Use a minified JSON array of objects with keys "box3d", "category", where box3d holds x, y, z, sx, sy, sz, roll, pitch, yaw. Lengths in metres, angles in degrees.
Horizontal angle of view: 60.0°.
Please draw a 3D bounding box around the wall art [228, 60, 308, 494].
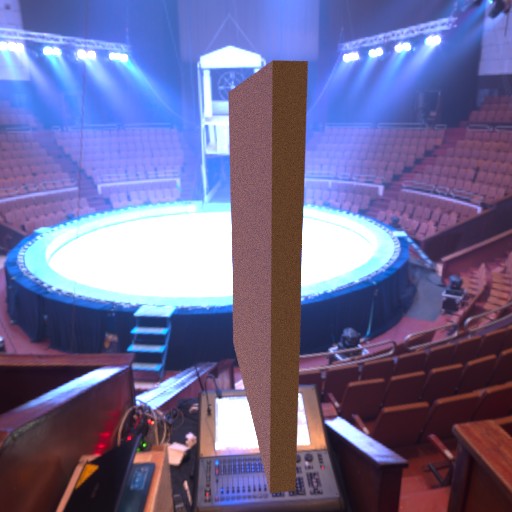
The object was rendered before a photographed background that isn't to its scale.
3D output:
[{"box3d":[0.000,0.000,0.751,0.039,0.553,0.451,-3,17,-9],"category":"wall art"}]
